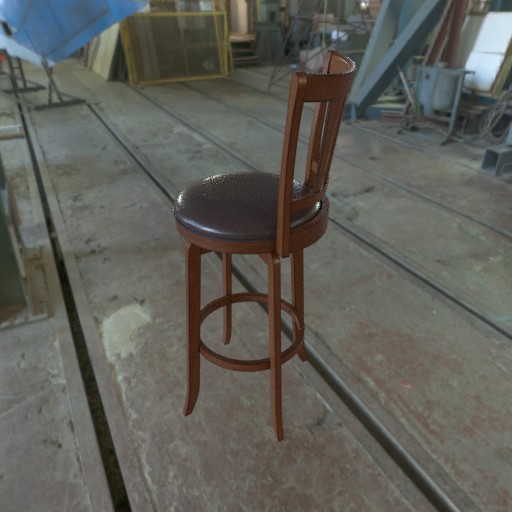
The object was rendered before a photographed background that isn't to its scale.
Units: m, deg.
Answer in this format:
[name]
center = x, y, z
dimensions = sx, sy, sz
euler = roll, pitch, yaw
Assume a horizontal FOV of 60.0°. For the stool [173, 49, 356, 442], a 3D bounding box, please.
[stool]
center = 0.000, 0.000, 1.426
dimensions = 0.503, 1.177, 0.464
euler = 9, 32, 15
